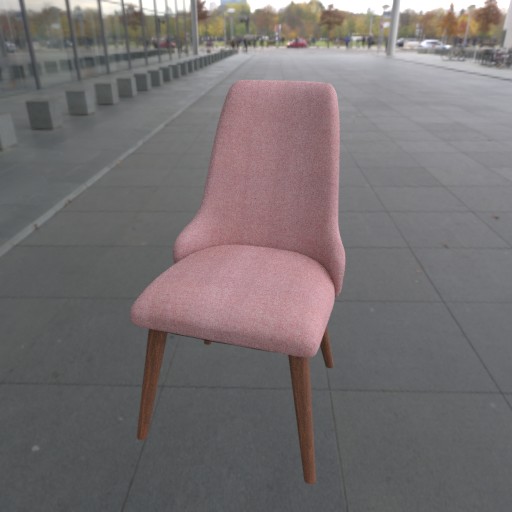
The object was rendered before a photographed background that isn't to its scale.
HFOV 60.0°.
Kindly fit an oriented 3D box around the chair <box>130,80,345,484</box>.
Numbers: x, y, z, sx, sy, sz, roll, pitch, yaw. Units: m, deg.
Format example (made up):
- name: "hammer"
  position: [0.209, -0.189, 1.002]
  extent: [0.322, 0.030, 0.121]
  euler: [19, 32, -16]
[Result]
- name: "chair"
  position: [0.000, 0.000, 1.311]
  extent: [0.535, 0.918, 0.707]
  euler: [8, 27, 16]
